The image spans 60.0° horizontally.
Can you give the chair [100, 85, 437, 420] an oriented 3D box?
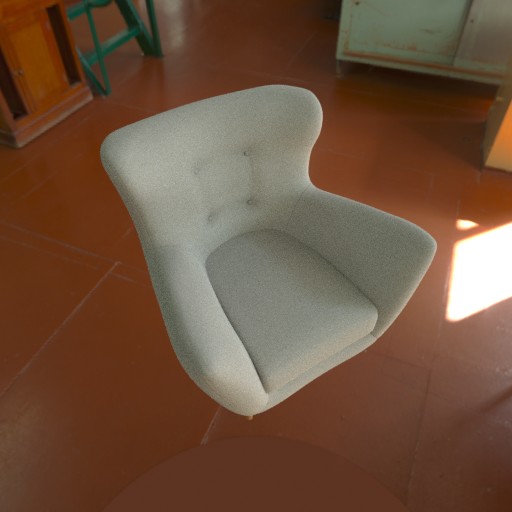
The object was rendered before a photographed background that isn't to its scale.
[{"bbox_3d":[0.000,0.000,1.629,0.890,0.889,0.889,-25,51,-22],"label":"chair"}]
